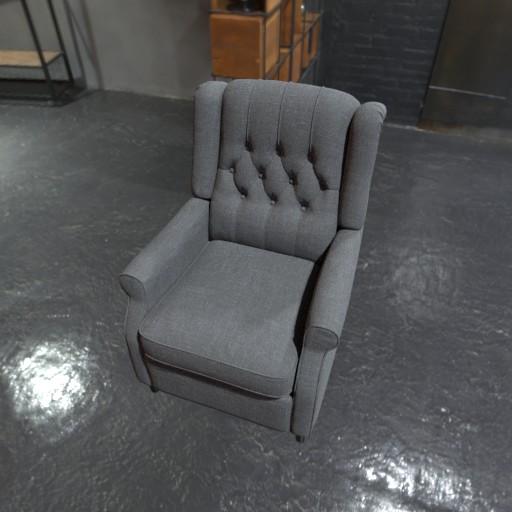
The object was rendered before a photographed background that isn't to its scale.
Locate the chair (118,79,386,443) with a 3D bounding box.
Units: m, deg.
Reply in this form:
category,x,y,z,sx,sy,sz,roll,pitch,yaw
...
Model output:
category,x,y,z,sx,sy,sz,roll,pitch,yaw
chair,0.000,0.000,1.630,0.742,1.035,0.898,13,43,15
